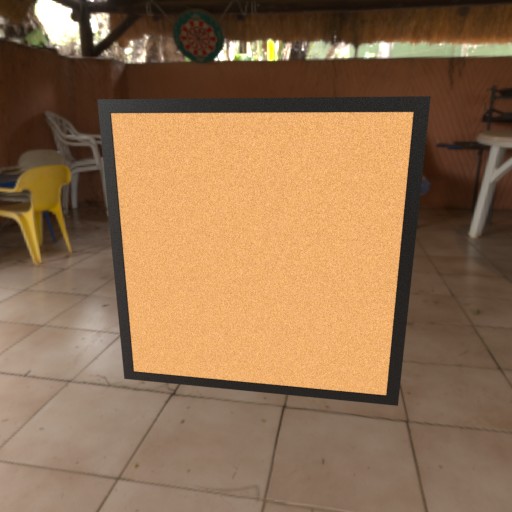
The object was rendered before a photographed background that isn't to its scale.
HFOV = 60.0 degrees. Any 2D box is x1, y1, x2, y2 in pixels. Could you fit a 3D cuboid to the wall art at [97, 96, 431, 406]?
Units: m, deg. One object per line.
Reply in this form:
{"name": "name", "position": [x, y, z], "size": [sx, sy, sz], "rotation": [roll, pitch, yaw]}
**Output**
{"name": "wall art", "position": [0.000, 0.000, 0.755], "size": [0.506, 0.506, 0.038], "rotation": [3, 17, 9]}
